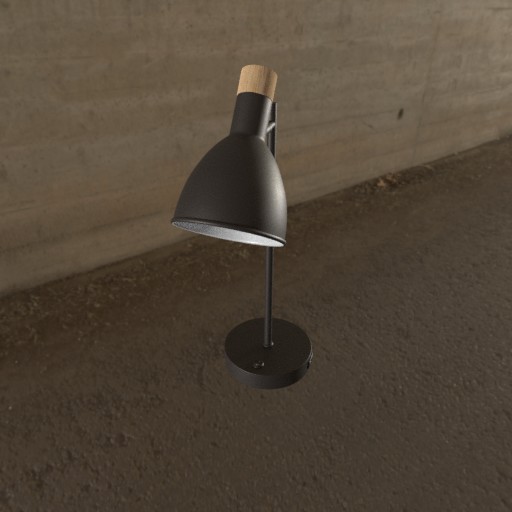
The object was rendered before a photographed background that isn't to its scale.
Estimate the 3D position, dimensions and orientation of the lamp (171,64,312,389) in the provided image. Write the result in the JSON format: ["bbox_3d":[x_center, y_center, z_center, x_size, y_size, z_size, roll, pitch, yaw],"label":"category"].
[{"bbox_3d":[0.000,0.000,0.605,0.152,0.483,0.287,10,31,16],"label":"lamp"}]
